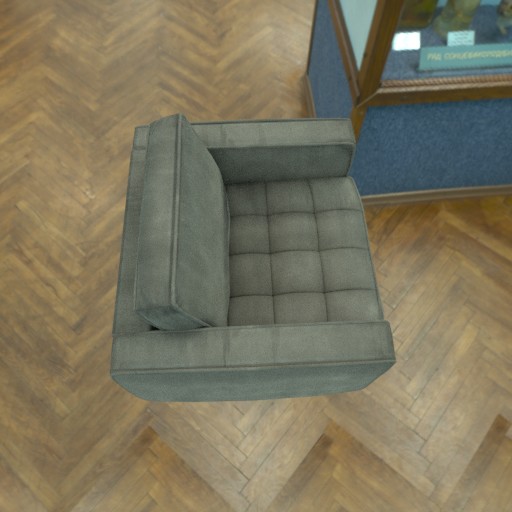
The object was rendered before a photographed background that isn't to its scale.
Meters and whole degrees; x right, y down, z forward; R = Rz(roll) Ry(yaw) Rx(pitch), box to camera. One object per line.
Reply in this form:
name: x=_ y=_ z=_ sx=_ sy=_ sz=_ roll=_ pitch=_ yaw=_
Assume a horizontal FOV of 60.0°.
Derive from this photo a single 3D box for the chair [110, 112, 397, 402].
chair: x=0.000 y=0.000 z=1.558 sx=0.843 sy=0.773 sz=0.928 roll=-2 pitch=63 yaw=-1
